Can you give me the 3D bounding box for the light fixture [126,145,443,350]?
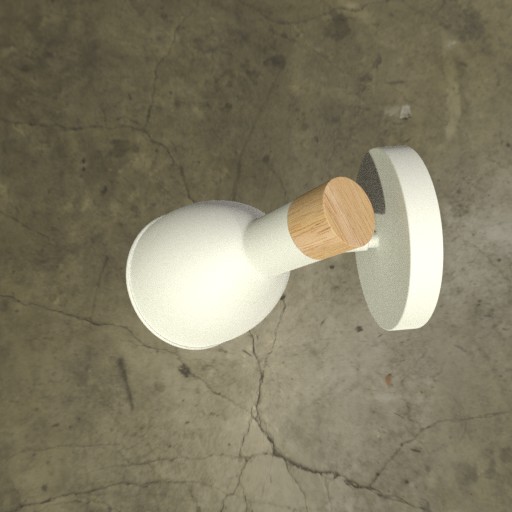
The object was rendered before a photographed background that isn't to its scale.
[{"bbox_3d":[0.000,0.000,0.329,0.209,0.199,0.127,-5,76,-1],"label":"light fixture"}]
